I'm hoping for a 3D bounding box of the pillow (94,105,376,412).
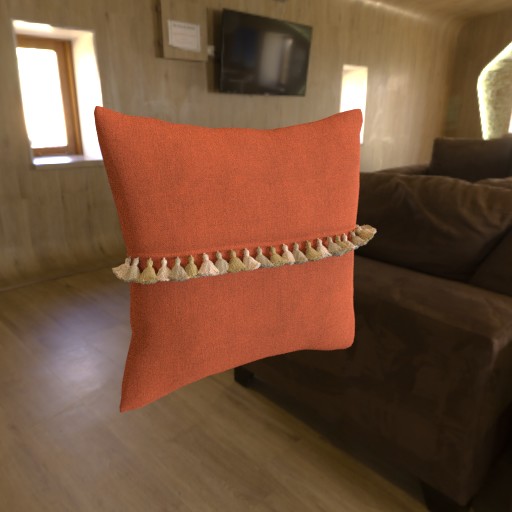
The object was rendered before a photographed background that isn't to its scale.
[{"bbox_3d":[0.000,0.000,0.755,0.490,0.482,0.165,-9,19,-27],"label":"pillow"}]
